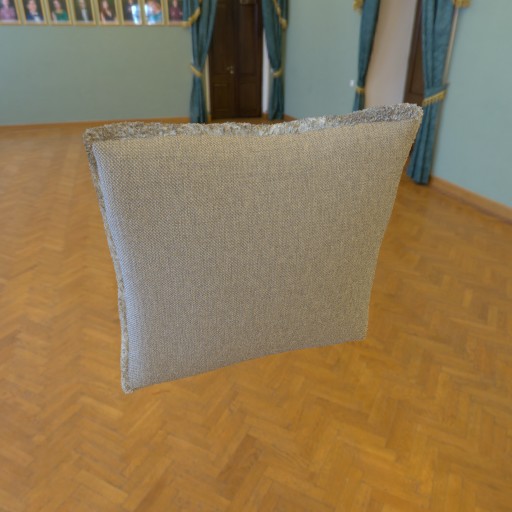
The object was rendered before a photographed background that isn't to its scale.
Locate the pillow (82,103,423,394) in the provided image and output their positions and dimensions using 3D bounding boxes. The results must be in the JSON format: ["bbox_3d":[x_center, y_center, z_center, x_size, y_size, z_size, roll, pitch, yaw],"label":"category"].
[{"bbox_3d":[0.000,0.000,0.793,0.529,0.515,0.218,-9,28,-17],"label":"pillow"}]
